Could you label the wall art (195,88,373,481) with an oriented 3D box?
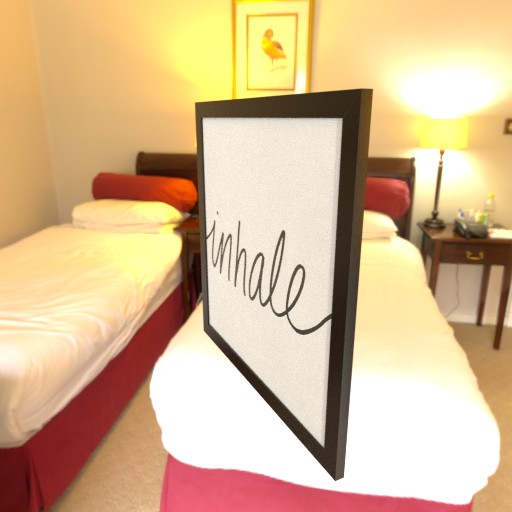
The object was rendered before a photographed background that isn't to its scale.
[{"bbox_3d":[0.000,0.000,0.660,0.014,0.445,0.446,-9,19,-26],"label":"wall art"}]
